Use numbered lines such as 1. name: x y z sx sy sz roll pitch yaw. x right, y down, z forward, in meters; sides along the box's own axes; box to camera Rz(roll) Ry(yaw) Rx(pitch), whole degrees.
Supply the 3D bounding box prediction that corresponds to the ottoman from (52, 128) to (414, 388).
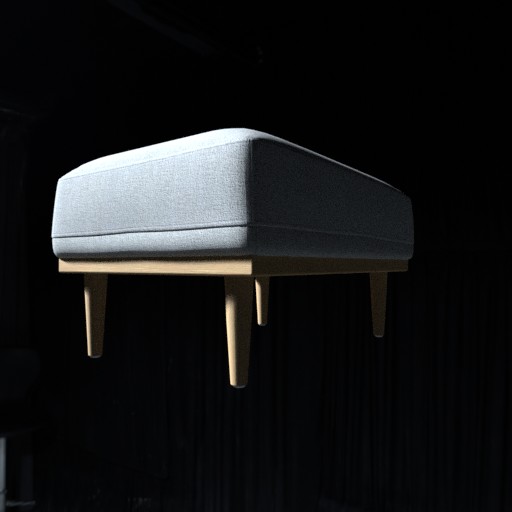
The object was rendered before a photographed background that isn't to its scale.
1. ottoman: 0.000 0.000 1.064 0.549 0.428 0.749 -1 -1 36
